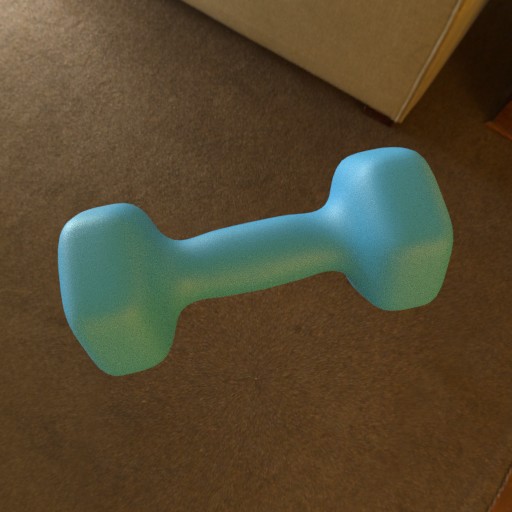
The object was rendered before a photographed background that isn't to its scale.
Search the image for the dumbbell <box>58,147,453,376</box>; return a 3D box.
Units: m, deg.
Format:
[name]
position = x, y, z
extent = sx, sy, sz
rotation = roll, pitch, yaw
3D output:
[dumbbell]
position = 0.000, 0.000, 0.189
extent = 0.152, 0.066, 0.074
rotation = -12, 75, -3
